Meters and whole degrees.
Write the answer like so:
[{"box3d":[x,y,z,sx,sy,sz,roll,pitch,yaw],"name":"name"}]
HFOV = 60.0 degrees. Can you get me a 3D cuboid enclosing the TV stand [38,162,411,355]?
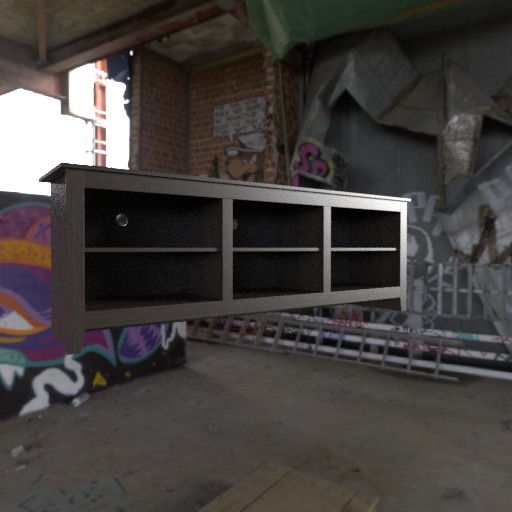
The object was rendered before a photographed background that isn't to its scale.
[{"box3d":[0.000,0.000,2.067,1.778,0.610,0.406,-1,1,-35],"name":"TV stand"}]
